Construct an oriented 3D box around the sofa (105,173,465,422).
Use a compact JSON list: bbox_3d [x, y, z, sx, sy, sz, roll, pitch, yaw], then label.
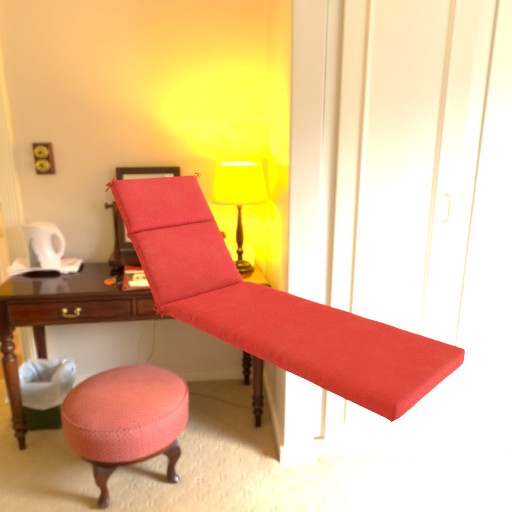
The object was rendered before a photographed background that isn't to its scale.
[{"bbox_3d":[0.000,0.000,1.939,0.582,0.622,1.663,-14,20,-43],"label":"sofa"}]
